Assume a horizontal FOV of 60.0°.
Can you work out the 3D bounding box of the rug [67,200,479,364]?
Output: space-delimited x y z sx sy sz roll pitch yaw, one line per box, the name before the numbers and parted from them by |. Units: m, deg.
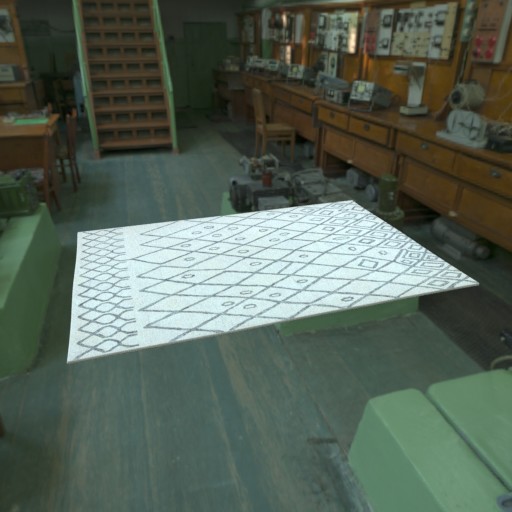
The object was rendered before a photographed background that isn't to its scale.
rug | 0.000 0.000 2.362 1.828 0.015 1.222 -8 28 -16
